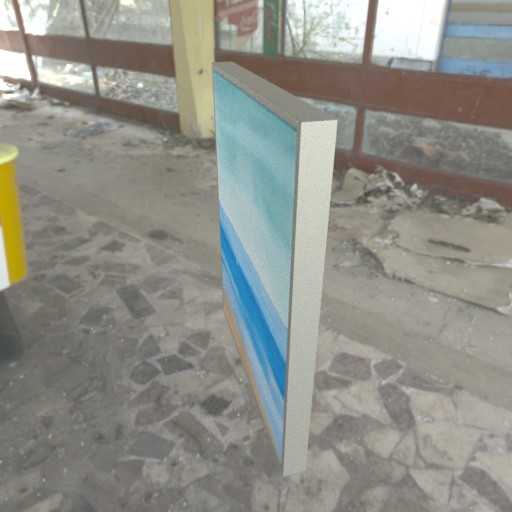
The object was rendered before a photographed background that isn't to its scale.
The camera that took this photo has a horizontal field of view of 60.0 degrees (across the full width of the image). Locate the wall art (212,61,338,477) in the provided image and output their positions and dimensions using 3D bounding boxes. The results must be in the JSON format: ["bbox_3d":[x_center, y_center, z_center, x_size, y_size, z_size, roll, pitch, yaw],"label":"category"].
[{"bbox_3d":[0.000,0.000,0.749,0.039,0.553,0.445,-8,32,-14],"label":"wall art"}]
